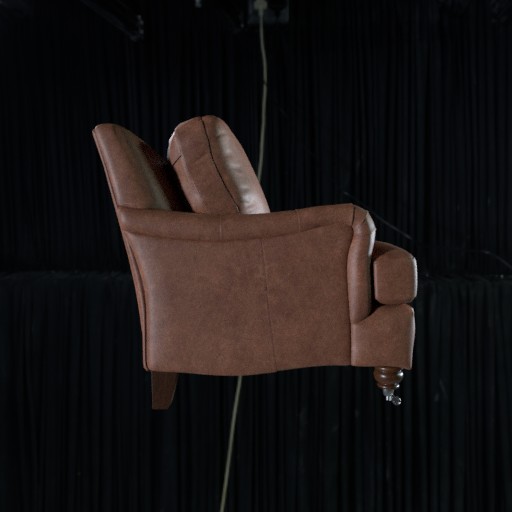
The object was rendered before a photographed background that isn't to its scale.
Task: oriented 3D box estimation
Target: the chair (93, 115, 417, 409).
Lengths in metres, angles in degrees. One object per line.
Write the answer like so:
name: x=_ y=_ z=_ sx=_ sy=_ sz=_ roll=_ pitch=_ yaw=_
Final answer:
chair: x=0.000 y=0.000 z=1.983 sx=1.158 sy=1.055 sz=0.986 roll=0 pitch=1 yaw=-1
